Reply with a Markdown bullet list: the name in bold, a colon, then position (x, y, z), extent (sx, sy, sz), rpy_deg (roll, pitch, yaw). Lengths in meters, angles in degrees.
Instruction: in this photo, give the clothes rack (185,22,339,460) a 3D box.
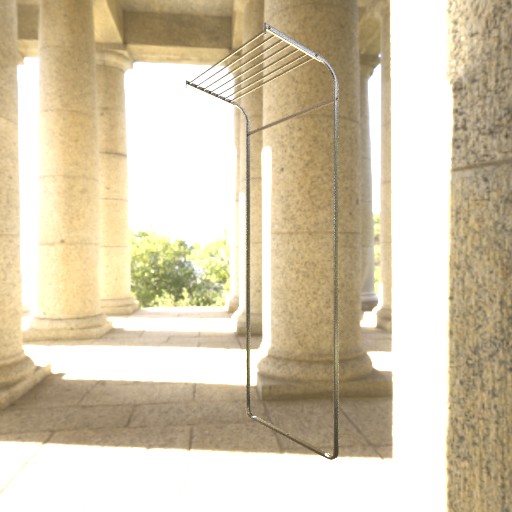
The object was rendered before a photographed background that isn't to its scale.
- **clothes rack**: position (0.000, 0.000, 1.840), extent (0.349, 1.574, 0.609), rpy_deg (0, 0, -35)
